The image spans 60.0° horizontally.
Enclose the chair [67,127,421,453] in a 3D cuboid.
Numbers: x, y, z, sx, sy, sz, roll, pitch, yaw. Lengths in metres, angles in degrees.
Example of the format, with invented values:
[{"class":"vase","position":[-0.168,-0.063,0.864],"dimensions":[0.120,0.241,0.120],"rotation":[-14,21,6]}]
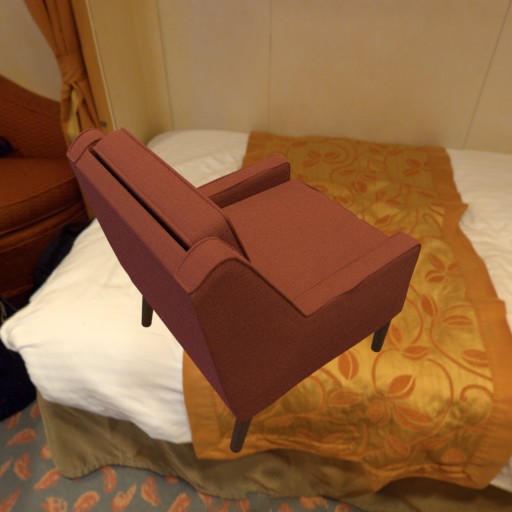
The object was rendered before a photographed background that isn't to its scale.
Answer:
[{"class":"chair","position":[0.000,0.000,1.364],"dimensions":[0.770,0.812,0.680],"rotation":[-26,47,-27]}]
